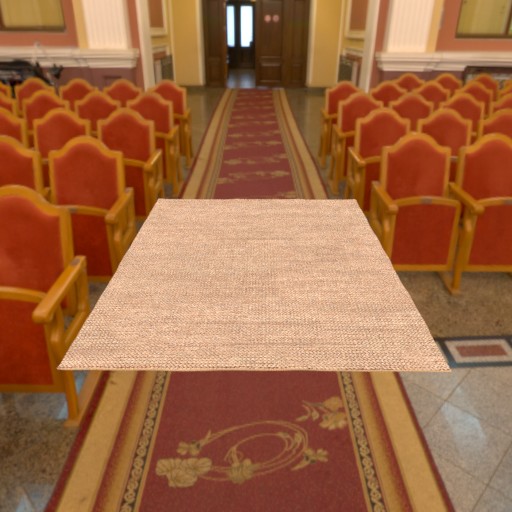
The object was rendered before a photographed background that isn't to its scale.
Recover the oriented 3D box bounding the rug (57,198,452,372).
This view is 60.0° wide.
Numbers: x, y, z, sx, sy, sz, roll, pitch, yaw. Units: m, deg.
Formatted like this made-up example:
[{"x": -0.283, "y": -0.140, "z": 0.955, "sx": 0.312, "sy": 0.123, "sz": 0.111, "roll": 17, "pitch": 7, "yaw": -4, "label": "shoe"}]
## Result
[{"x": 0.000, "y": 0.000, "z": 4.061, "sx": 2.429, "sy": 0.030, "sz": 3.052, "roll": 0, "pitch": 27, "yaw": 0, "label": "rug"}]
